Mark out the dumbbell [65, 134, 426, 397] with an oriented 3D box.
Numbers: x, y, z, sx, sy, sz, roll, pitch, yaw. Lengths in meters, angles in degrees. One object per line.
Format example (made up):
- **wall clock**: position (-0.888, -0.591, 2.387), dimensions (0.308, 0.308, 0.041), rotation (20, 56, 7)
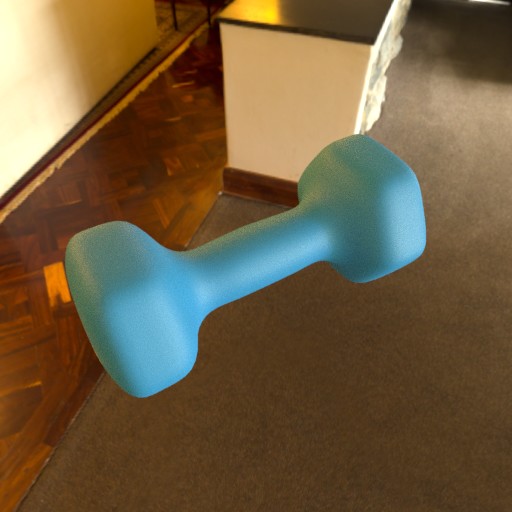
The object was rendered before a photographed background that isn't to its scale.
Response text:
- **dumbbell**: position (0.000, 0.000, 0.196), dimensions (0.152, 0.066, 0.074), rotation (-23, 51, -20)
